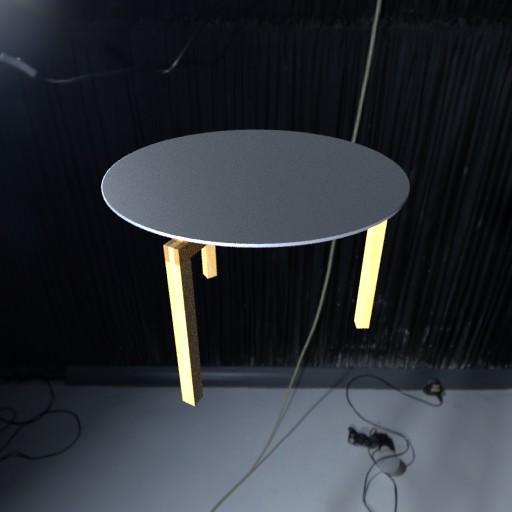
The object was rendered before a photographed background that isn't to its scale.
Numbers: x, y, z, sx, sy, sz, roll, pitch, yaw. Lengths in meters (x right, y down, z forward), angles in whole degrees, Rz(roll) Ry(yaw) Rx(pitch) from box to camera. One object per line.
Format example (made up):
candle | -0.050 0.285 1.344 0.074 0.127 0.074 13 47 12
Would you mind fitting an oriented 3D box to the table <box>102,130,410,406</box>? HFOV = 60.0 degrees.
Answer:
table | 0.000 0.000 1.003 0.600 0.405 0.600 0 31 0
